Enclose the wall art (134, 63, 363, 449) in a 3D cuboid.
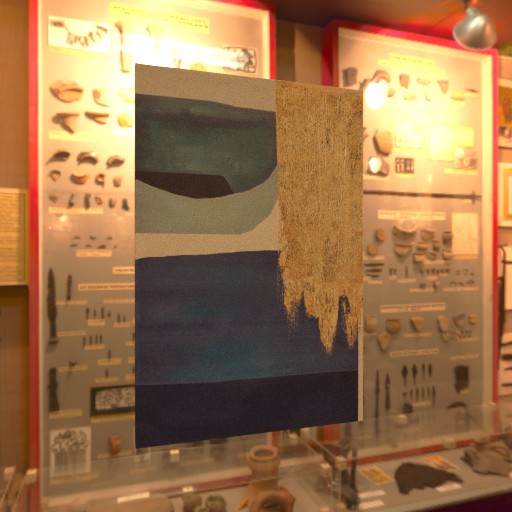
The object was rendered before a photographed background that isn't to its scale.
[{"bbox_3d":[0.000,0.000,1.152,0.607,0.911,0.039,0,0,-17],"label":"wall art"}]
